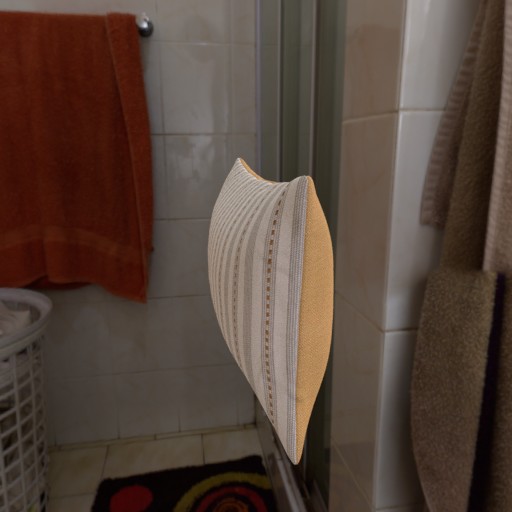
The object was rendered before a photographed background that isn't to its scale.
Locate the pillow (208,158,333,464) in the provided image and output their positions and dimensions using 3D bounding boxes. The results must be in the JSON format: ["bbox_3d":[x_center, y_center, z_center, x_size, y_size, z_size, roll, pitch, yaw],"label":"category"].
[{"bbox_3d":[0.000,0.000,0.709,0.151,0.291,0.608,-2,14,-8],"label":"pillow"}]
